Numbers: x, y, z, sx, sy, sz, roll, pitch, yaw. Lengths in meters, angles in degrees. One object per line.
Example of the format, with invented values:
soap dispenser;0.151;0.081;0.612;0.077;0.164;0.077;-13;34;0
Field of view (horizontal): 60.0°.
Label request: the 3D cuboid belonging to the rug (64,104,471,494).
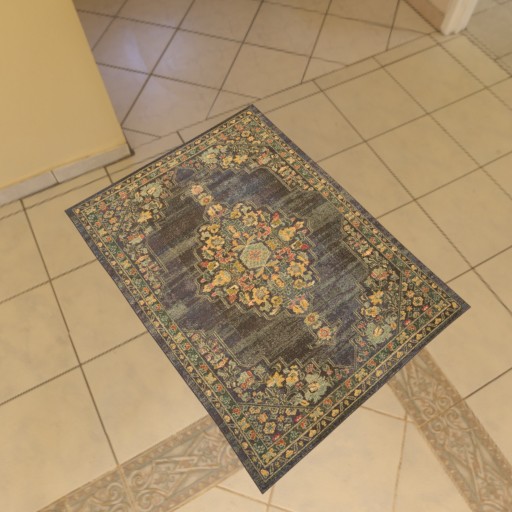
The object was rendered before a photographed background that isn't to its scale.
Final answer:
rug;0.000;0.000;4.755;2.716;0.035;3.612;-35;68;-17
